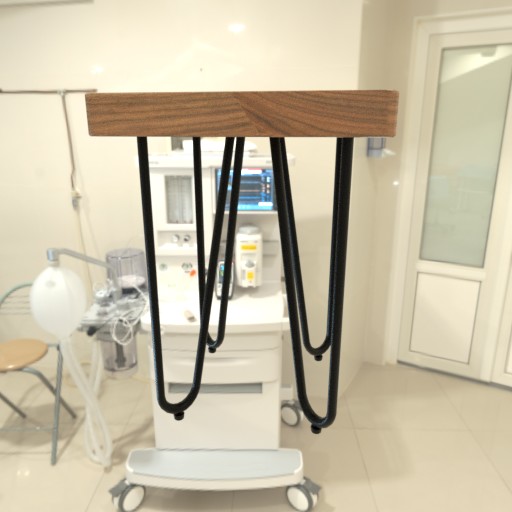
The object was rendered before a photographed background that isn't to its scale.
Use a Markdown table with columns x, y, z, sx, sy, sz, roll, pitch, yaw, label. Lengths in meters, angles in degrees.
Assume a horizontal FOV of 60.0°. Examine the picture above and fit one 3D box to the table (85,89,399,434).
| x | y | z | sx | sy | sz | roll | pitch | yaw | label |
| --- | --- | --- | --- | --- | --- | --- | --- | --- | --- |
| 0.000 | 0.000 | 0.965 | 0.480 | 0.641 | 0.479 | 2 | 17 | 8 | table |
